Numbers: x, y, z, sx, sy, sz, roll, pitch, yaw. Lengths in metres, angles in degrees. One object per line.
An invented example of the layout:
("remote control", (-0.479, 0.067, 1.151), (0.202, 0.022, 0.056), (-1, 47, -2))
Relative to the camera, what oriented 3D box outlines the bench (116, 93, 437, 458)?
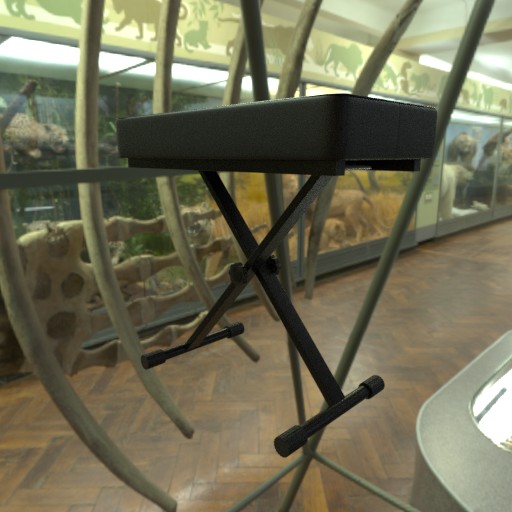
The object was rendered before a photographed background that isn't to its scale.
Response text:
("bench", (0.000, 0.000, 0.918), (0.300, 0.561, 0.600), (-12, 18, -43))
